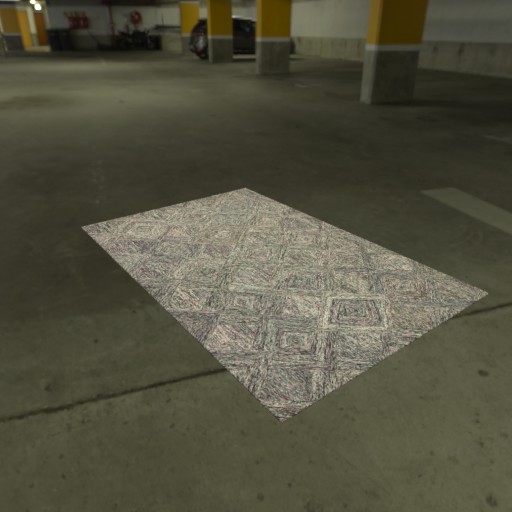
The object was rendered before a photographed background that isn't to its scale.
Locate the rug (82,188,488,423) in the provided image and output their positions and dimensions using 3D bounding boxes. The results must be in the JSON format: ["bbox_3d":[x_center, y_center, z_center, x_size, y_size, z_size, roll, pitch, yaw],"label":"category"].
[{"bbox_3d":[0.000,0.000,2.871,1.501,0.017,2.298,-19,33,-33],"label":"rug"}]
